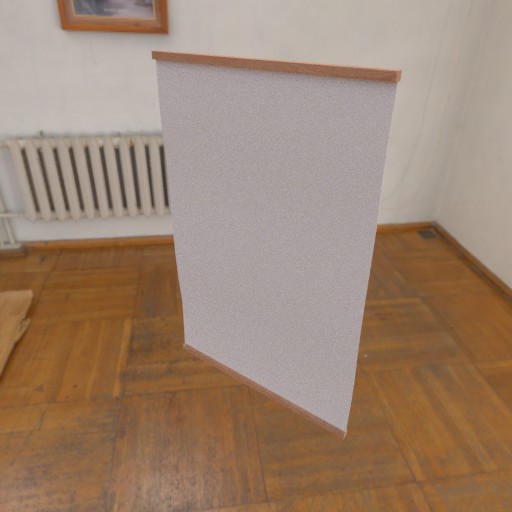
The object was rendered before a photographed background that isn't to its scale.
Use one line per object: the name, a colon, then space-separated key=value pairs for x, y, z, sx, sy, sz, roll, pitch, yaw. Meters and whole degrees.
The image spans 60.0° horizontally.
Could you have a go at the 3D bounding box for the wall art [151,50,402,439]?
wall art: x=0.000 y=0.000 z=0.623 sx=0.332 sy=0.508 sz=0.012 roll=20 pitch=35 yaw=31
